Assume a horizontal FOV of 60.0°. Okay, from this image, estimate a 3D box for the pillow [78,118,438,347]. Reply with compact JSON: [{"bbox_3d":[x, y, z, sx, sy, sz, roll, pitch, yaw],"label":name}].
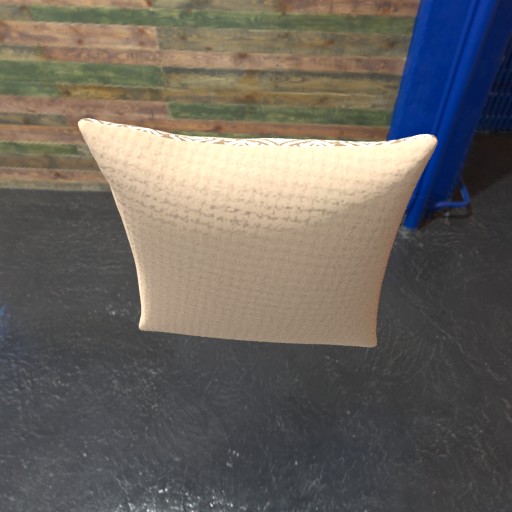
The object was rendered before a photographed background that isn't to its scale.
[{"bbox_3d":[0.000,0.000,0.643,0.419,0.407,0.173,4,45,4],"label":"pillow"}]
